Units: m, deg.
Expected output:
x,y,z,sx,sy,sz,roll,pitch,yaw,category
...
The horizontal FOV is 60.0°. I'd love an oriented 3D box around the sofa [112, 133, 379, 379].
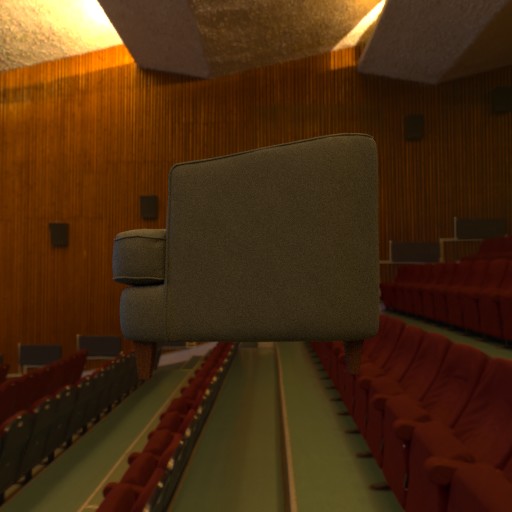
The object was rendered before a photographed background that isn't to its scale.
x,y,z,sx,sy,sz,roll,pitch,yaw,category
0.000,0.000,2.267,0.941,0.855,1.733,0,-2,1,sofa
